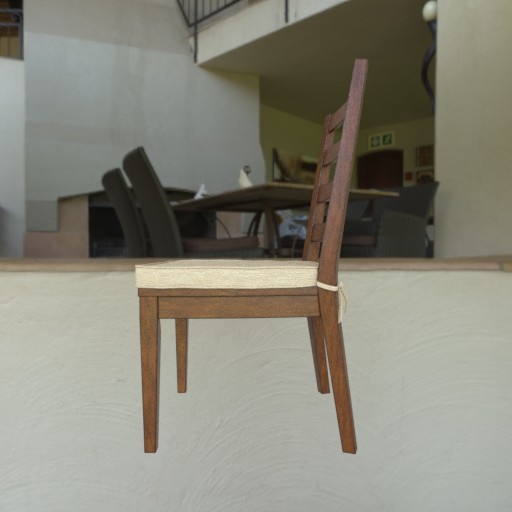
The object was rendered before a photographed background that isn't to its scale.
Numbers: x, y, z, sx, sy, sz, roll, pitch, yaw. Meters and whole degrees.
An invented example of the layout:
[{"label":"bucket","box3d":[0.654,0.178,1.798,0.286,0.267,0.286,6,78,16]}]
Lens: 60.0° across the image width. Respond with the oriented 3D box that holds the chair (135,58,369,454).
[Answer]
[{"label":"chair","box3d":[0.000,0.000,1.339,0.595,0.979,0.593,0,1,0]}]
